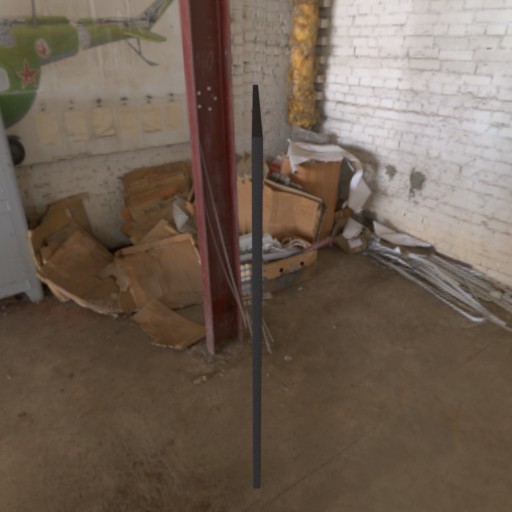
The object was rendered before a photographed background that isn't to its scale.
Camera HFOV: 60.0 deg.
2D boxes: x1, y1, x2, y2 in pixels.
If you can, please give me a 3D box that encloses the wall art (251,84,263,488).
[{"bbox_3d":[0.000,0.000,0.841,0.012,0.558,0.562,0,26,0],"label":"wall art"}]
